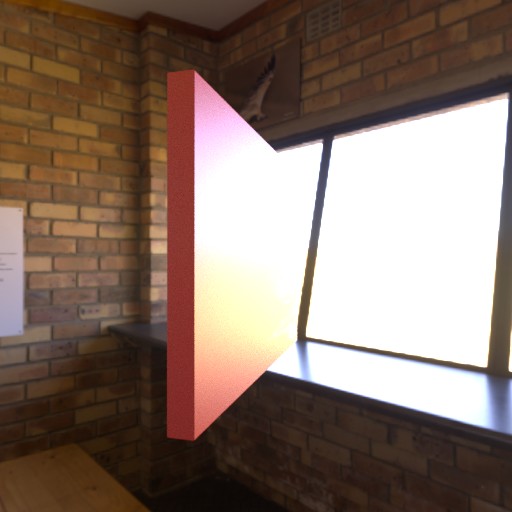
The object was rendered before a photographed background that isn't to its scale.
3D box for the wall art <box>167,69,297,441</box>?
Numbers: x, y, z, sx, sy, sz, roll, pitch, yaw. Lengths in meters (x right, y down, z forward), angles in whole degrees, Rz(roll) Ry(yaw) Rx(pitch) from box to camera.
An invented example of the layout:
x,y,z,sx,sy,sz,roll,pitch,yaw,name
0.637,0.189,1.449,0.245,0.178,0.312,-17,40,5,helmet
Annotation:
x,y,z,sx,sy,sz,roll,pitch,yaw,name
0.000,0.000,0.779,0.033,0.405,0.607,0,0,16,wall art
